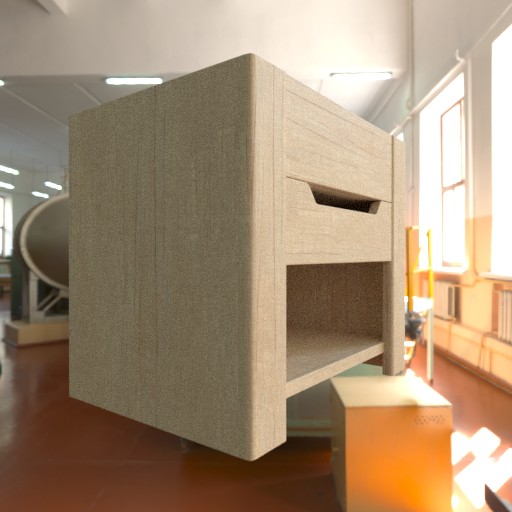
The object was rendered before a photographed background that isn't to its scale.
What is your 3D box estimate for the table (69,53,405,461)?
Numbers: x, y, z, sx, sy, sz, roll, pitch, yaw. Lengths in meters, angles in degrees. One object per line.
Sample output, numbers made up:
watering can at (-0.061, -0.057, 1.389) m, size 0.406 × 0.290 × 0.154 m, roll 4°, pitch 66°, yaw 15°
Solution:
table at (0.000, 0.000, 0.902) m, size 0.420 × 0.510 × 0.570 m, roll 0°, pitch 0°, yaw 37°
